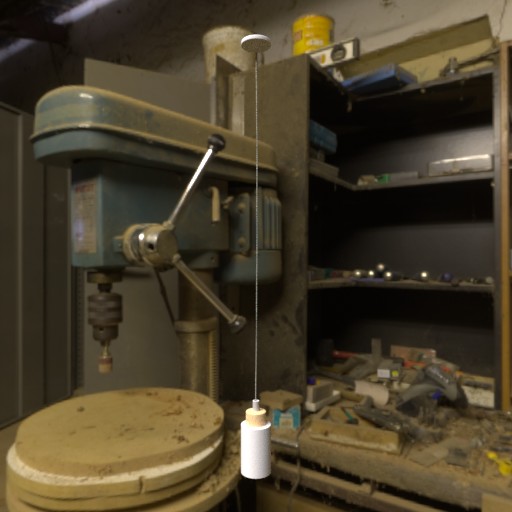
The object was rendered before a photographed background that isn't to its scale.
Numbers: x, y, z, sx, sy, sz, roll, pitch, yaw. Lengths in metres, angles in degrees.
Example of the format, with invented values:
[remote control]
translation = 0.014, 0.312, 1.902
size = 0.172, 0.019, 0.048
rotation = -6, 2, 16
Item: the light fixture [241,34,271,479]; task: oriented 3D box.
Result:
[light fixture]
translation = 0.000, 0.000, 1.857
size = 0.125, 1.798, 0.125
rotation = 0, 0, 36
